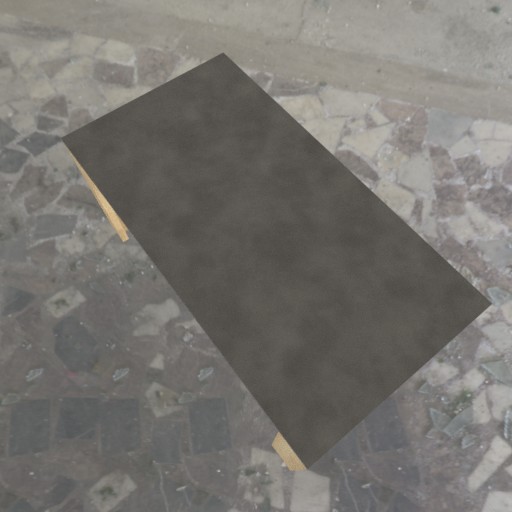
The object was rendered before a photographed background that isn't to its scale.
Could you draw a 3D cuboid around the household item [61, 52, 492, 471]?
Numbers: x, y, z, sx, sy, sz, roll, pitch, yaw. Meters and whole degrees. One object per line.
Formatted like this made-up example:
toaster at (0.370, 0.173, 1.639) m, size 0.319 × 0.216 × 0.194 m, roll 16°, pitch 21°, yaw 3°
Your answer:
household item at (0.000, 0.000, 2.051) m, size 0.850 × 0.755 × 1.600 m, roll -35°, pitch 69°, yaw -16°
